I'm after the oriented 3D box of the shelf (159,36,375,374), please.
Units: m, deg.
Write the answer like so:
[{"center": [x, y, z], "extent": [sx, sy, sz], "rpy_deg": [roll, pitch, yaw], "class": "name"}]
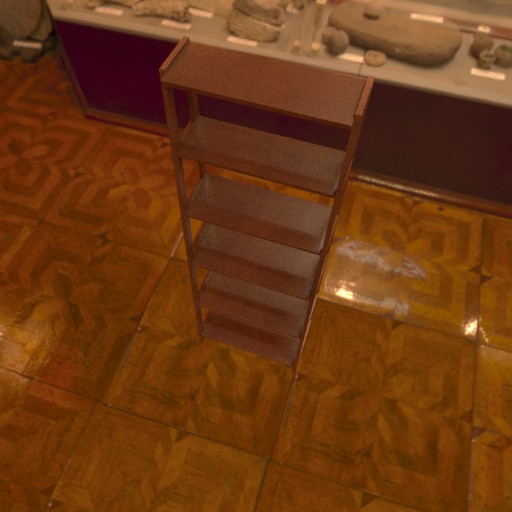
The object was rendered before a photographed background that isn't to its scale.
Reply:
[{"center": [0.000, 0.000, 2.153], "extent": [0.660, 1.892, 0.382], "rpy_deg": [17, 59, 10], "class": "shelf"}]
